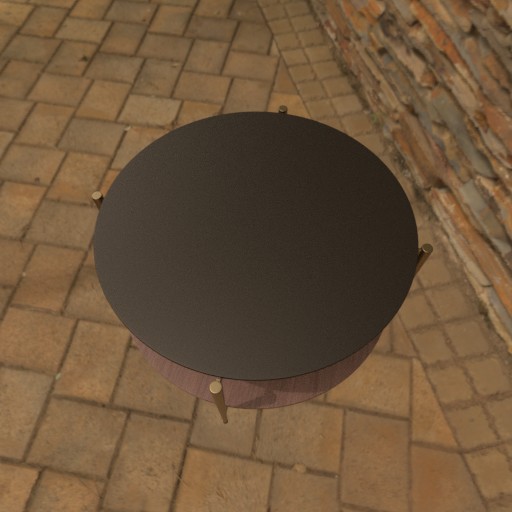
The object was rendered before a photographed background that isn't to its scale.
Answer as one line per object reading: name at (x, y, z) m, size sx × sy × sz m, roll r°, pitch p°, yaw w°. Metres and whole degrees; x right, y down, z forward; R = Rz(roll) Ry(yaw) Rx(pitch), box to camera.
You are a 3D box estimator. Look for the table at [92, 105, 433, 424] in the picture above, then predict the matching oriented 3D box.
table at (0.000, 0.000, 1.472) m, size 0.938 × 0.400 × 0.938 m, roll -16°, pitch 60°, yaw -10°
